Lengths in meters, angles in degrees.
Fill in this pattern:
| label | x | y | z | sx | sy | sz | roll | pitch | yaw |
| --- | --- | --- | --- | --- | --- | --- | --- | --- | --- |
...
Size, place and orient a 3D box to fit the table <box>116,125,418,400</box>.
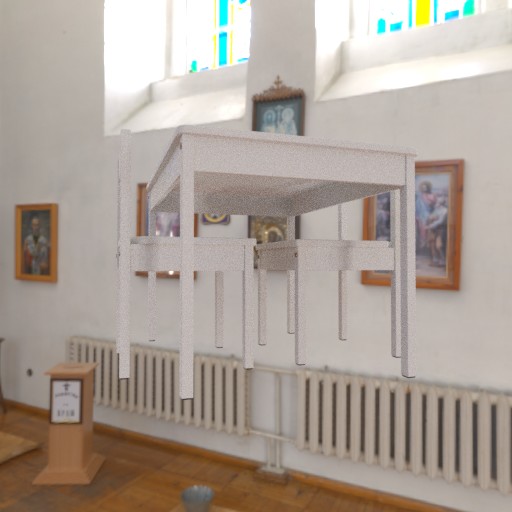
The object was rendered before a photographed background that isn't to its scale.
| label | x | y | z | sx | sy | sz | roll | pitch | yaw |
| --- | --- | --- | --- | --- | --- | --- | --- | --- | --- |
| table | 0.000 | 0.000 | 1.127 | 0.672 | 0.503 | 0.650 | 0 | -1 | -19 |
